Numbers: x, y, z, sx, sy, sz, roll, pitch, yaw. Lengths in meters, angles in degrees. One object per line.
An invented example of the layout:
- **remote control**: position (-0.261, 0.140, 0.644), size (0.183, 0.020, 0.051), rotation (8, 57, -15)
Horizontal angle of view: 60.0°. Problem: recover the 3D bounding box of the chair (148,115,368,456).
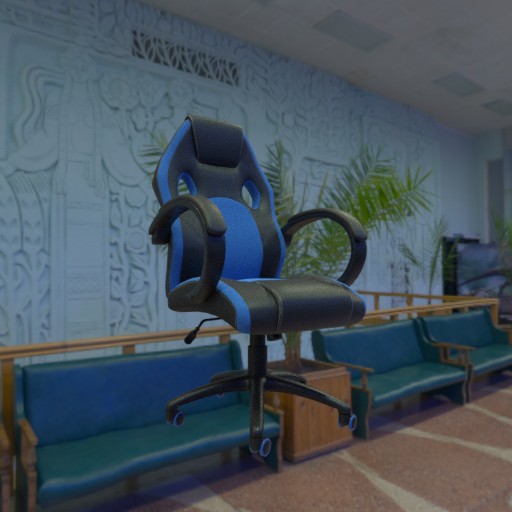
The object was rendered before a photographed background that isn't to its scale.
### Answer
- **chair**: position (0.000, 0.000, 1.645), size (0.673, 1.187, 0.724), rotation (1, -1, -34)
